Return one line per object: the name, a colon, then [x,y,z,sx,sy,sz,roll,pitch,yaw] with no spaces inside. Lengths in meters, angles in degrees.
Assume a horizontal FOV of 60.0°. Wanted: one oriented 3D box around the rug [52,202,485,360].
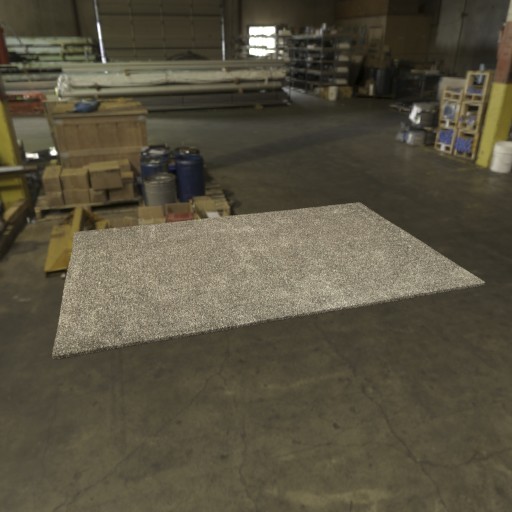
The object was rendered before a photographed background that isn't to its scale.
rug: [0.000,0.000,2.924,2.350,0.025,1.502,-7,27,-15]
